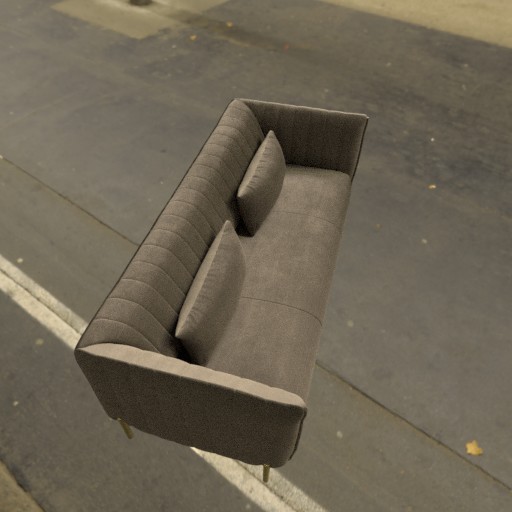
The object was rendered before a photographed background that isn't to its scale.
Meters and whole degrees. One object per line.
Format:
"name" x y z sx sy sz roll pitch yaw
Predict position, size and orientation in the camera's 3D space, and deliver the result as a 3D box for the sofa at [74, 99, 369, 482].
"sofa" 0.000 0.000 2.395 0.876 0.780 1.980 12 49 11
